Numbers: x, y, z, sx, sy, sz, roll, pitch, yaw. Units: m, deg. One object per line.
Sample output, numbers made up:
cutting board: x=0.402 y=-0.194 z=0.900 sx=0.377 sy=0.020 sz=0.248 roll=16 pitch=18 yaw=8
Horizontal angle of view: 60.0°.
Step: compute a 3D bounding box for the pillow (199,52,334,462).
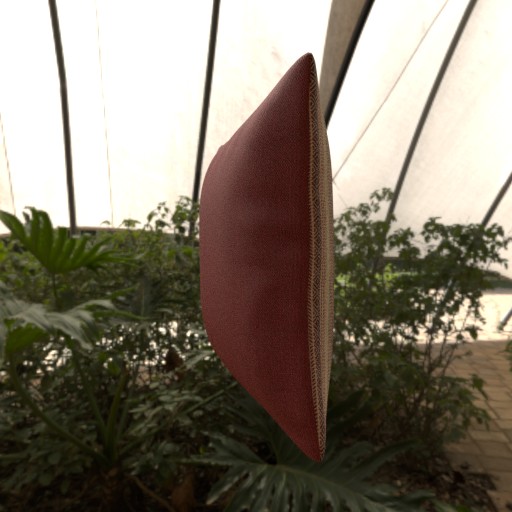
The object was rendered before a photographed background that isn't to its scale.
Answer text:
pillow: x=0.000 y=0.000 z=0.774 sx=0.166 sy=0.497 sz=0.513 roll=0 pitch=0 yaw=-16
